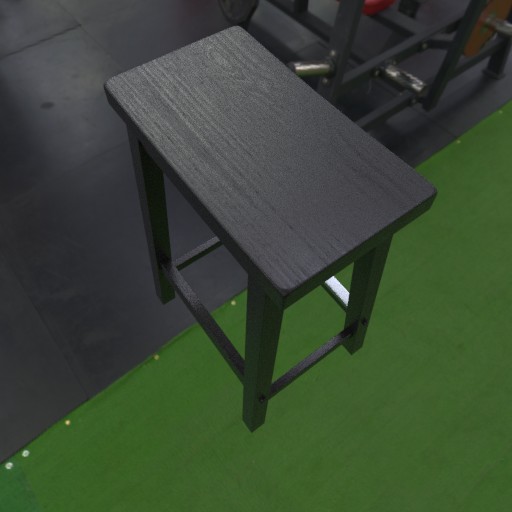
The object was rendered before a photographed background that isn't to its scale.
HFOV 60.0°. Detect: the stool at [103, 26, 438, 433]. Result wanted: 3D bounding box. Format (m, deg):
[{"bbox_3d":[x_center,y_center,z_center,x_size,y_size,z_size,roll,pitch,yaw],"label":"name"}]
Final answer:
[{"bbox_3d":[0.000,0.000,0.819,0.322,0.610,0.406,-32,64,-18],"label":"stool"}]
